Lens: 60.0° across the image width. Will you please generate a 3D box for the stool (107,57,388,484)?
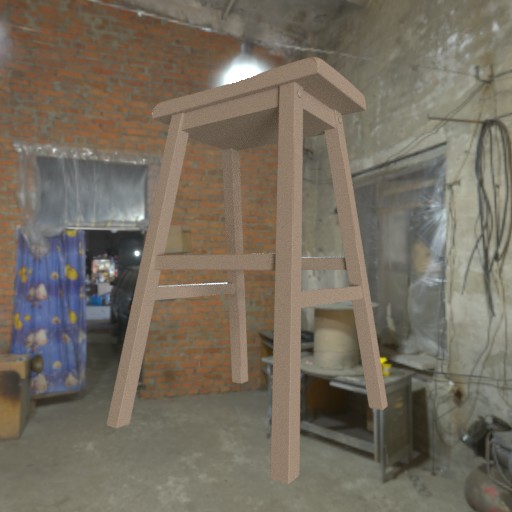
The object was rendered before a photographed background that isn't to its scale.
[{"bbox_3d":[0.000,0.000,1.033,0.457,0.737,0.476,-1,-2,35],"label":"stool"}]
